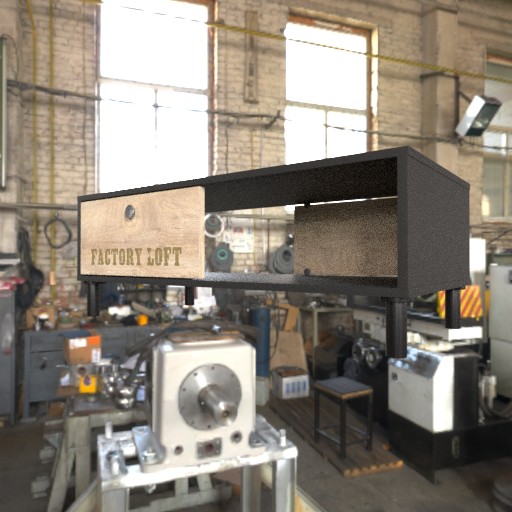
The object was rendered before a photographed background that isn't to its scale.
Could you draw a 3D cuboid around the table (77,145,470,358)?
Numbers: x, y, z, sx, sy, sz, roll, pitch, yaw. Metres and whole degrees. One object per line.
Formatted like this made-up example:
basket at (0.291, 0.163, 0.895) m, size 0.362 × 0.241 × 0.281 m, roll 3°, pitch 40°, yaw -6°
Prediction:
table at (0.000, 0.000, 1.357) m, size 1.100 × 0.400 × 0.550 m, roll 0°, pitch -1°, yaw 37°
